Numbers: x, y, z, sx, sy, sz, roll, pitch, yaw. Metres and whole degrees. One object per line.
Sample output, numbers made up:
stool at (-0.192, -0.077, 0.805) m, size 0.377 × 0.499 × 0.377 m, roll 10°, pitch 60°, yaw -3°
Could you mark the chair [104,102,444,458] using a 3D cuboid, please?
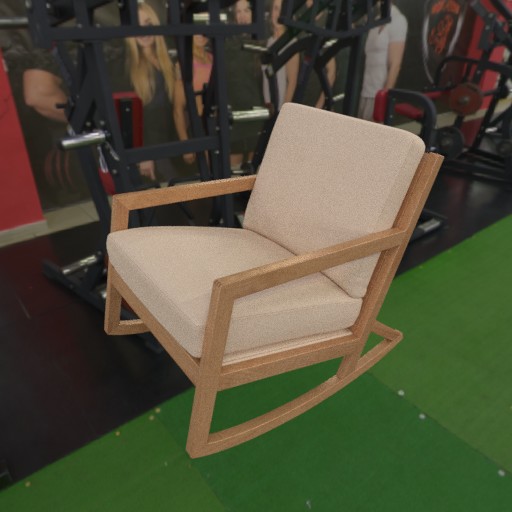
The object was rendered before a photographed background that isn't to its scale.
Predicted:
chair at (0.000, 0.000, 1.401) m, size 0.857 × 0.790 × 0.622 m, roll -20°, pitch 36°, yaw -31°
